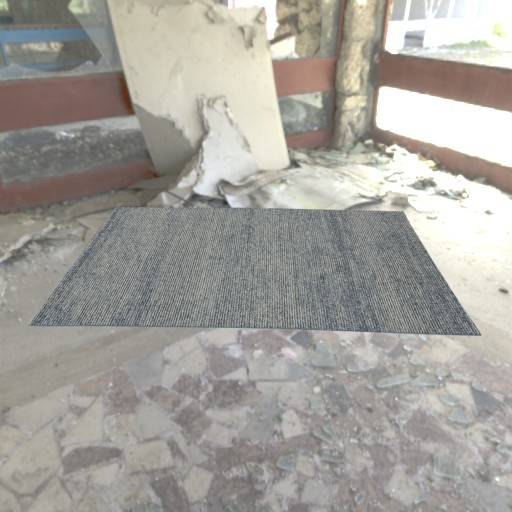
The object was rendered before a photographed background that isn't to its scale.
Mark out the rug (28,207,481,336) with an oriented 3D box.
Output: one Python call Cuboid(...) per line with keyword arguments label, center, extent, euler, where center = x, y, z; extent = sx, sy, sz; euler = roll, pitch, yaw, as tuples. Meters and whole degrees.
Cuboid(label="rug", center=(0.000, 0.000, 2.221), extent=(1.777, 0.021, 1.145), euler=(1, 30, 2))
